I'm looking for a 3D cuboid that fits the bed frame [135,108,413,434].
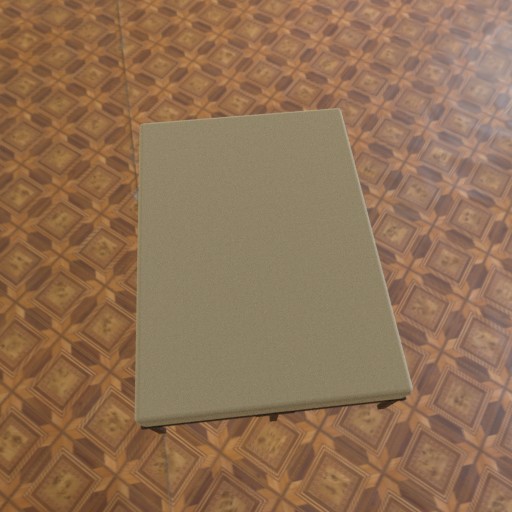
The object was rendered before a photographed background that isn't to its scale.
[{"bbox_3d":[0.000,0.000,3.818,2.205,0.680,2.842,1,63,1],"label":"bed frame"}]
